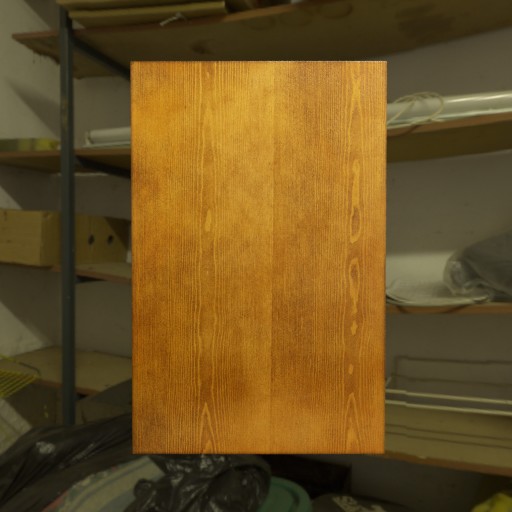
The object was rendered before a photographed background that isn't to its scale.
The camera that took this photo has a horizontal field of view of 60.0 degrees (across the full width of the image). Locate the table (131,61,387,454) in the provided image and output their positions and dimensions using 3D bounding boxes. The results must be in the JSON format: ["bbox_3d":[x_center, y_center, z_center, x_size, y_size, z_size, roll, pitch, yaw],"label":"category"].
[{"bbox_3d":[0.000,0.000,0.957,0.400,0.605,0.550,0,1,0],"label":"table"}]
